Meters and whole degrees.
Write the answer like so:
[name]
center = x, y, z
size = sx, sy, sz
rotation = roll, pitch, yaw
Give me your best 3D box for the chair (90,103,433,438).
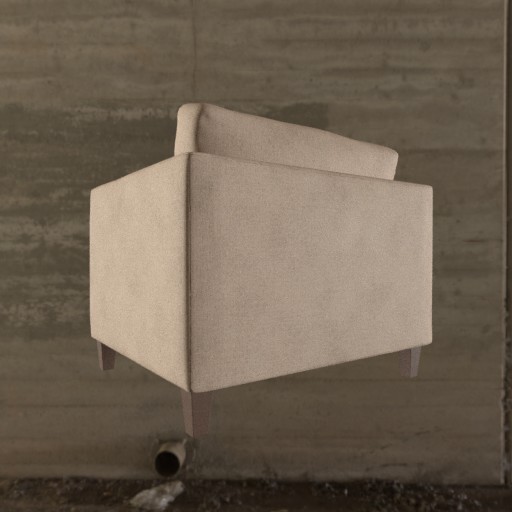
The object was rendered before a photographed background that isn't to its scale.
[chair]
center = 0.000, 0.000, 1.844
size = 1.133, 0.961, 0.959
rotation = -1, 1, -36
